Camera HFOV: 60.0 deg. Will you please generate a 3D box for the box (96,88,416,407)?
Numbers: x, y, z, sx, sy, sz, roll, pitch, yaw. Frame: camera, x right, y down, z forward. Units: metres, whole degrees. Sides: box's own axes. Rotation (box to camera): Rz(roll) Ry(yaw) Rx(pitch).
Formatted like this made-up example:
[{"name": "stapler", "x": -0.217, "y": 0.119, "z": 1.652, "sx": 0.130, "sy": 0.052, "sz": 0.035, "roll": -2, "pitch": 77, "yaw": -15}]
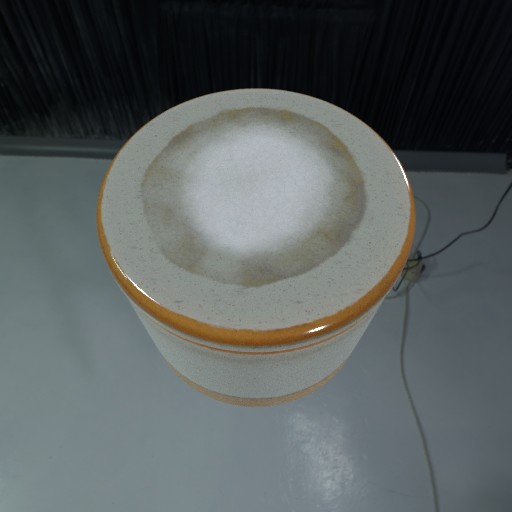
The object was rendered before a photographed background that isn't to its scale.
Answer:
[{"name": "box", "x": 0.000, "y": 0.000, "z": 0.211, "sx": 0.123, "sy": 0.100, "sz": 0.123, "roll": 0, "pitch": 58, "yaw": 0}]
